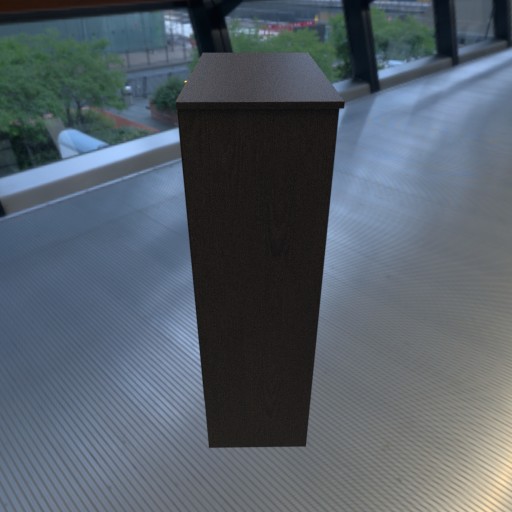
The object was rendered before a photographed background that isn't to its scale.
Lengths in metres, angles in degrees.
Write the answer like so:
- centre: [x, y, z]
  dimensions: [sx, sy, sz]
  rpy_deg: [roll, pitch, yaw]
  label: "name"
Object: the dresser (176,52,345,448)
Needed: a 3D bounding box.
- centre: [0.000, 0.000, 1.606]
  dimensions: [0.418, 1.254, 0.704]
  rpy_deg: [0, 33, -1]
  label: "dresser"
